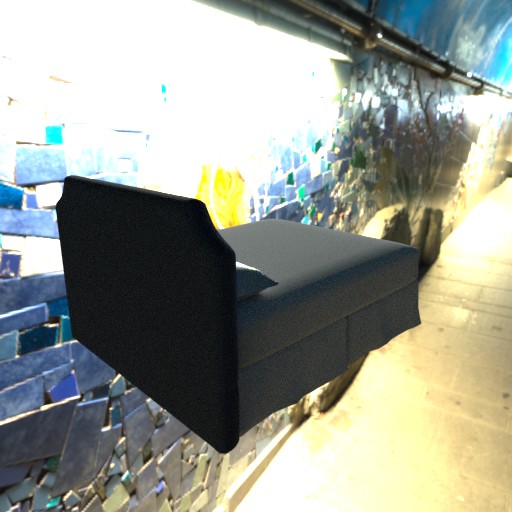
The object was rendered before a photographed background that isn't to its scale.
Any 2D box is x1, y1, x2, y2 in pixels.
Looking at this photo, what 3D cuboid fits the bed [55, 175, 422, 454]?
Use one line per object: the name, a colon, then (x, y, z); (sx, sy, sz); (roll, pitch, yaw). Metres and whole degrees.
bed: (0.000, 0.000, 3.408); (2.260, 1.297, 1.831); (-16, 23, -42)
